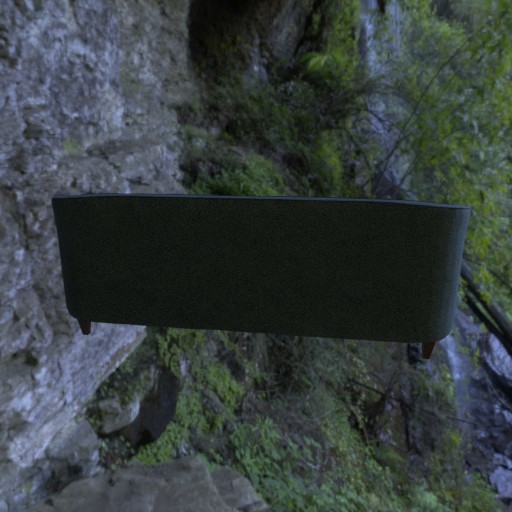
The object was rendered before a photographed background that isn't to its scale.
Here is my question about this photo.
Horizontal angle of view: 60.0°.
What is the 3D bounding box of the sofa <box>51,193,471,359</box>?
[{"bbox_3d":[0.000,0.000,2.733,2.278,0.855,0.941,2,16,8],"label":"sofa"}]
